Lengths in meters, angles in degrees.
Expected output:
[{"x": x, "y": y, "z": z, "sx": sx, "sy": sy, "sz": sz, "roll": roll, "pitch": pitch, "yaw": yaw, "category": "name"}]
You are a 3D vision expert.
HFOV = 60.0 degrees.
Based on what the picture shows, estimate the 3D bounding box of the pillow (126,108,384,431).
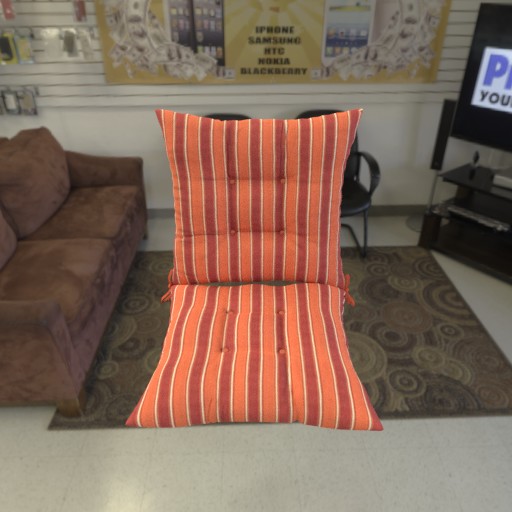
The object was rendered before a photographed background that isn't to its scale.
[{"x": 0.000, "y": 0.000, "z": 0.997, "sx": 0.541, "sy": 0.536, "sz": 0.585, "roll": 1, "pitch": 31, "yaw": 1, "category": "pillow"}]
